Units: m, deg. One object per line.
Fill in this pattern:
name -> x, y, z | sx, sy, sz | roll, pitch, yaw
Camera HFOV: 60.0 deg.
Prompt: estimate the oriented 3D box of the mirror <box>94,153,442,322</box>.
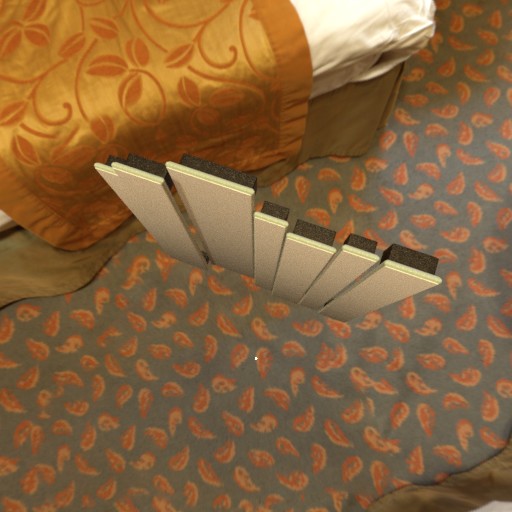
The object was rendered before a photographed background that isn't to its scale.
mirror -> 0.000, 0.000, 0.792 | 0.445, 0.611, 0.058 | 19, 78, 4
